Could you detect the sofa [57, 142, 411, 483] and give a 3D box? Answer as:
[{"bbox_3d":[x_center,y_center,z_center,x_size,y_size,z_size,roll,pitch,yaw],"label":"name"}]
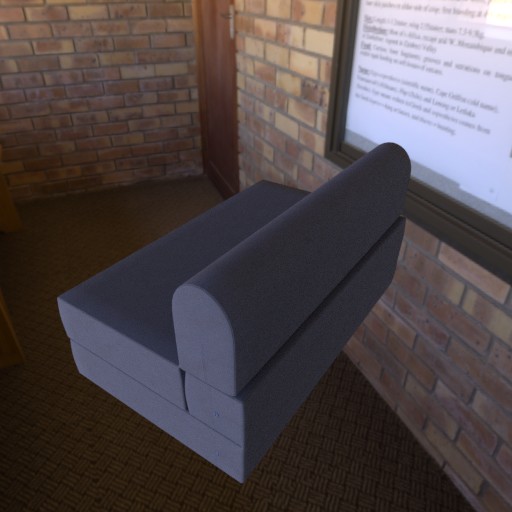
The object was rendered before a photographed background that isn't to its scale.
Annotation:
[{"bbox_3d":[0.000,0.000,1.686,0.762,0.660,1.219,20,38,29],"label":"sofa"}]
